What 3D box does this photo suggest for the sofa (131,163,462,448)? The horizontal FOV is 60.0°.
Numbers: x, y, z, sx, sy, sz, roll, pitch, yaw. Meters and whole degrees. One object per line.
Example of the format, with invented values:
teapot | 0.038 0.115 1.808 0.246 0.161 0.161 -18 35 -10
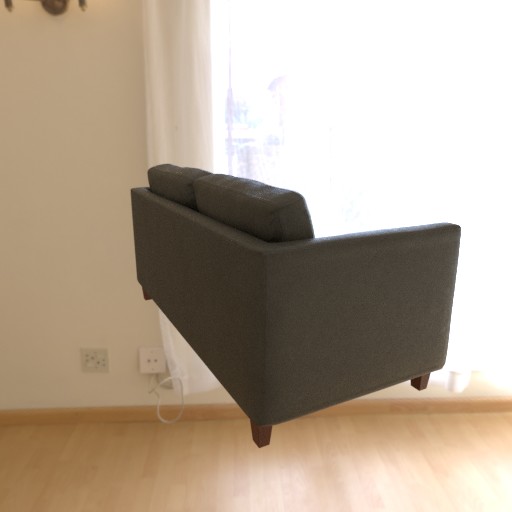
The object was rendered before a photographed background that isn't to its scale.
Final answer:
sofa | 0.000 0.000 2.427 0.951 0.933 1.883 -8 17 -26
